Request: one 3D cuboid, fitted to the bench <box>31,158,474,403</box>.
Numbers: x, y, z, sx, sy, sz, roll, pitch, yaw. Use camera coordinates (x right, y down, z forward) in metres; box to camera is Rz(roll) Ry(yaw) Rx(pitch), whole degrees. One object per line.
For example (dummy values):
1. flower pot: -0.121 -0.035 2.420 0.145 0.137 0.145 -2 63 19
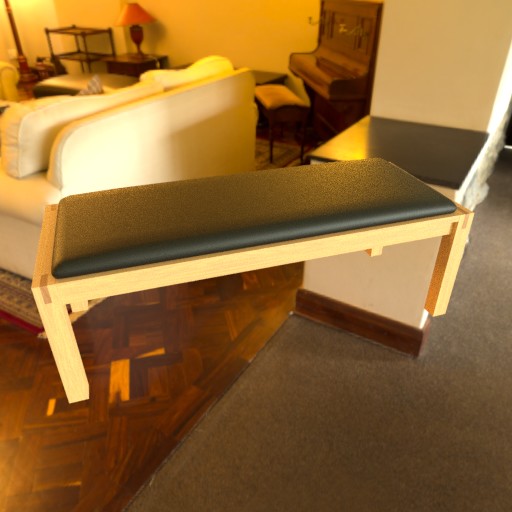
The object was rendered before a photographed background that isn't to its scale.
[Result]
1. bench: 0.000 0.000 1.411 1.202 0.430 0.450 -10 33 -15
